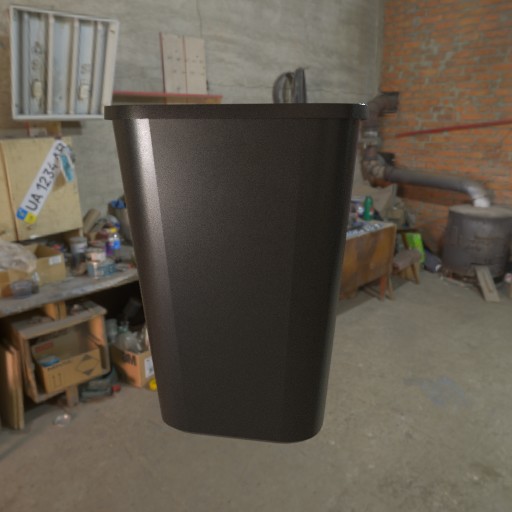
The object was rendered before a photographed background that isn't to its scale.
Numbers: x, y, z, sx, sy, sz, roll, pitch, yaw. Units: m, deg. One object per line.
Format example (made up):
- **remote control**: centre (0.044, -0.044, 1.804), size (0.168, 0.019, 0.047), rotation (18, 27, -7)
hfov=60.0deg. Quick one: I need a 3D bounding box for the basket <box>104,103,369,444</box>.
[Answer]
- **basket**: centre (0.000, 0.000, 0.497), size (0.211, 0.307, 0.300), rotation (3, 16, 9)
